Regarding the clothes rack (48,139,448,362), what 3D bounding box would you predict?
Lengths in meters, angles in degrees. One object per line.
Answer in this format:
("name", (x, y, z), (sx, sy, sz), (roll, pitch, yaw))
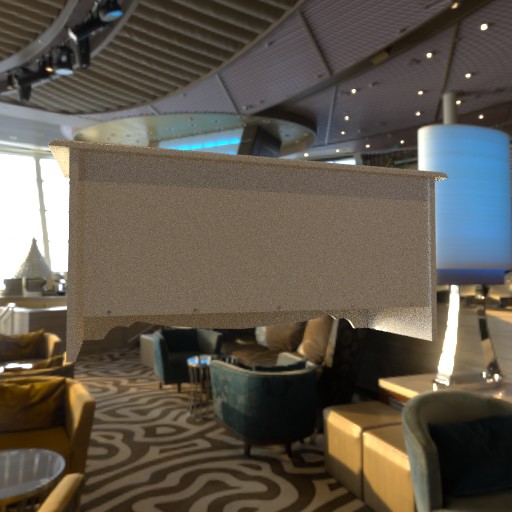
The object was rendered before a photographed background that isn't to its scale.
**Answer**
("clothes rack", (0.000, 0.000, 1.472), (1.218, 0.558, 0.405), (1, -2, -18))
